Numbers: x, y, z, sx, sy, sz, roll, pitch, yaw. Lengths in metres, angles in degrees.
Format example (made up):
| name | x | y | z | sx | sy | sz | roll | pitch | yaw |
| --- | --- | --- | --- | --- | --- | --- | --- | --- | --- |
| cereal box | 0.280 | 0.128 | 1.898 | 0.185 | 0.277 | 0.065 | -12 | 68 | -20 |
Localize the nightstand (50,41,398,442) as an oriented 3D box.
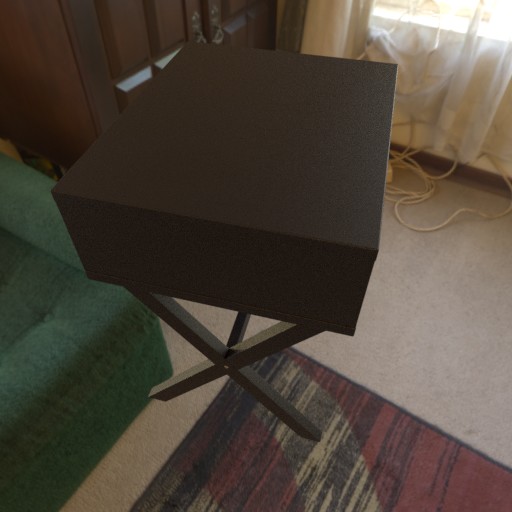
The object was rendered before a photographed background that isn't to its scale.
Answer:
| name | x | y | z | sx | sy | sz | roll | pitch | yaw |
| --- | --- | --- | --- | --- | --- | --- | --- | --- | --- |
| nightstand | 0.000 | 0.000 | 0.898 | 0.402 | 0.623 | 0.479 | 11 | 48 | 10 |
